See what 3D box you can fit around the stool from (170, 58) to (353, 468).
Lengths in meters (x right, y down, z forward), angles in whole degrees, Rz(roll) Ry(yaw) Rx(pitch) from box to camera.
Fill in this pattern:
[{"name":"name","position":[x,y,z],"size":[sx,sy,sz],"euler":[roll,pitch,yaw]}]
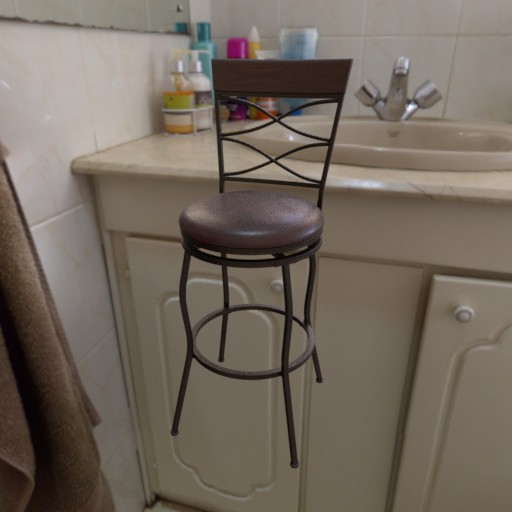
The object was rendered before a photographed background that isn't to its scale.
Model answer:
[{"name":"stool","position":[0.000,0.000,1.386],"size":[0.448,1.130,0.513],"euler":[8,25,17]}]
